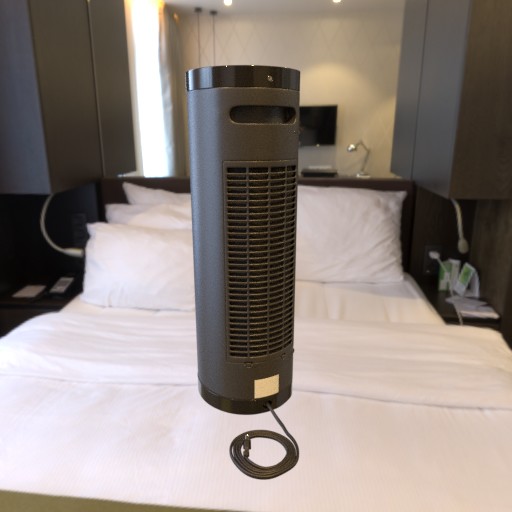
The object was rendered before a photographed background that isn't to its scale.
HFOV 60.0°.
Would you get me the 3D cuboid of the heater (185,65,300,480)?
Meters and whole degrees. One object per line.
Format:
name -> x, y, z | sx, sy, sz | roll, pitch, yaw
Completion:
heater -> 0.000, 0.000, 0.693 | 0.174, 0.552, 0.312 | -7, 17, -25
